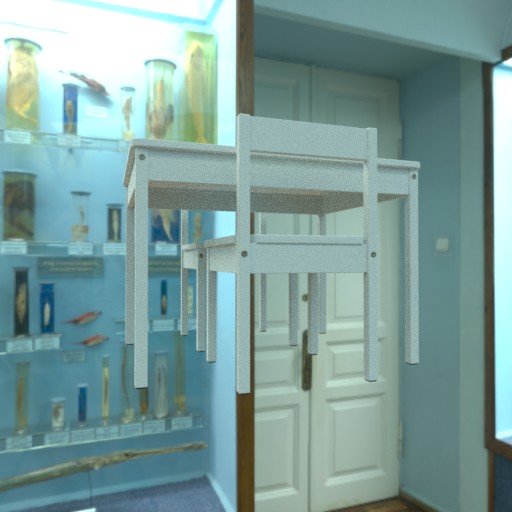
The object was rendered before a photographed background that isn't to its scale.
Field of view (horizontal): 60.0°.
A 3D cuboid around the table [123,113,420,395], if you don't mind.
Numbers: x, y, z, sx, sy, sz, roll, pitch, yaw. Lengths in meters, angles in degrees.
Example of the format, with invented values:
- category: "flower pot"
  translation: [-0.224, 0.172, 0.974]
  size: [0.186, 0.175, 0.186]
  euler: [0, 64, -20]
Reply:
- category: "table"
  translation: [0.000, 0.000, 1.151]
  size: [0.650, 0.503, 0.672]
  euler: [0, -1, -18]
